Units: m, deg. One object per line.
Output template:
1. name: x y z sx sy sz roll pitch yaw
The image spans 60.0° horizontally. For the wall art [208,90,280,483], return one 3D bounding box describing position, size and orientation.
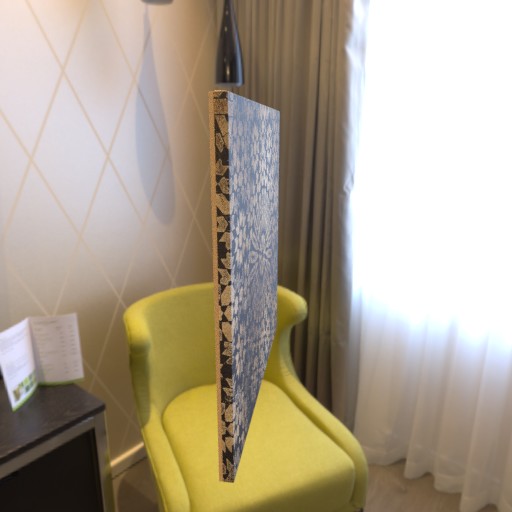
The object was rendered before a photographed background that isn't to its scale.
1. wall art: 0.000 0.000 1.409 0.038 0.914 0.914 3 16 9
